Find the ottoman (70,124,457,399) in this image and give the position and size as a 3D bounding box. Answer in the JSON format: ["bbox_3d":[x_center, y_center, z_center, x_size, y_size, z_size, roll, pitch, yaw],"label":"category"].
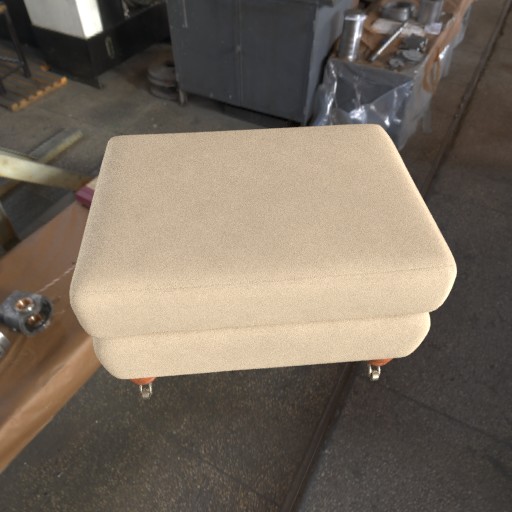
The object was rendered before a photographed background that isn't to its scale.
[{"bbox_3d":[0.000,0.000,1.167,0.773,0.504,0.569,-4,47,-3],"label":"ottoman"}]
